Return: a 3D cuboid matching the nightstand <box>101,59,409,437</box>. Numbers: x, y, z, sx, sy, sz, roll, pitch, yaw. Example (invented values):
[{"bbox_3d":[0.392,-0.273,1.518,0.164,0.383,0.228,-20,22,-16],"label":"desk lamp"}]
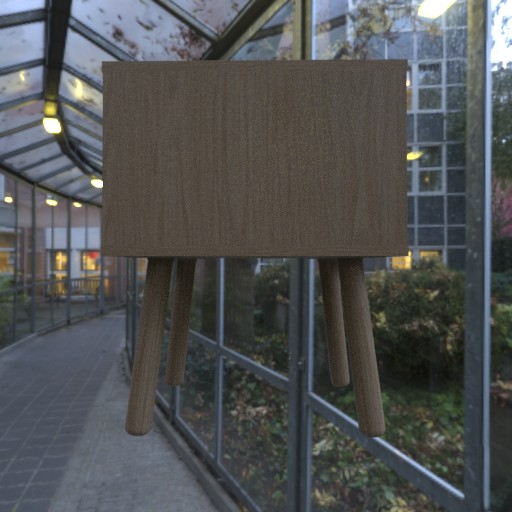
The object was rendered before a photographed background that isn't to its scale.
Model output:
[{"bbox_3d":[0.000,0.000,0.838,0.450,0.571,0.380,0,-1,1],"label":"nightstand"}]
